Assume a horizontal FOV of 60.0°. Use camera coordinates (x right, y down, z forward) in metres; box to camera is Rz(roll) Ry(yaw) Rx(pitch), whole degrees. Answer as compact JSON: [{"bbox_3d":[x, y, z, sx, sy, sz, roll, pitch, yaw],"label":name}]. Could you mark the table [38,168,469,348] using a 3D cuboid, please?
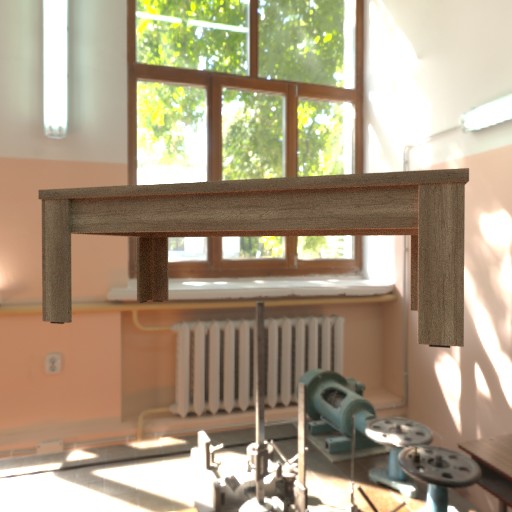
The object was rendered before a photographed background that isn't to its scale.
[{"bbox_3d":[0.000,0.000,1.658,1.350,0.460,0.700,0,1,18],"label":"table"}]
